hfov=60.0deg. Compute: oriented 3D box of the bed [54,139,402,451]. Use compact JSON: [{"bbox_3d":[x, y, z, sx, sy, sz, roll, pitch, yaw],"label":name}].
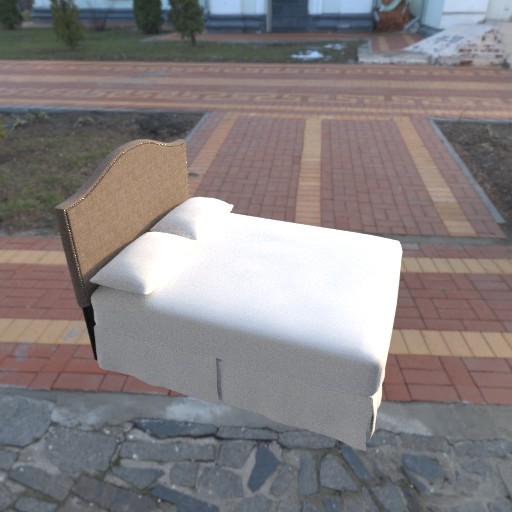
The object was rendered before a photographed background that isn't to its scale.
[{"bbox_3d":[0.000,0.000,3.380,2.153,1.518,1.713,10,32,17],"label":"bed"}]
